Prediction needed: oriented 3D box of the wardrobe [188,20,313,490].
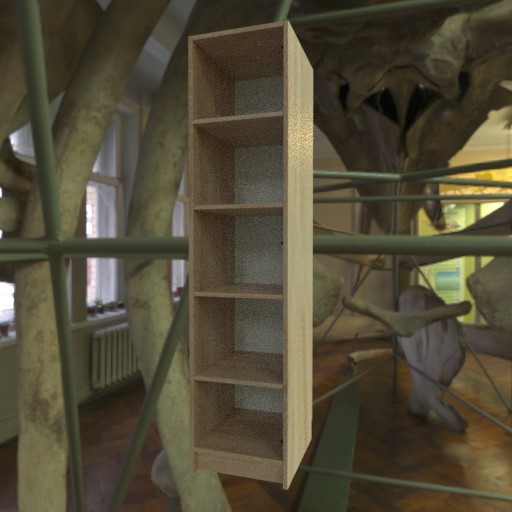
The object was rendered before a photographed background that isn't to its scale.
[{"bbox_3d":[0.000,0.000,2.352,0.496,2.117,0.588,0,1,18],"label":"wardrobe"}]
